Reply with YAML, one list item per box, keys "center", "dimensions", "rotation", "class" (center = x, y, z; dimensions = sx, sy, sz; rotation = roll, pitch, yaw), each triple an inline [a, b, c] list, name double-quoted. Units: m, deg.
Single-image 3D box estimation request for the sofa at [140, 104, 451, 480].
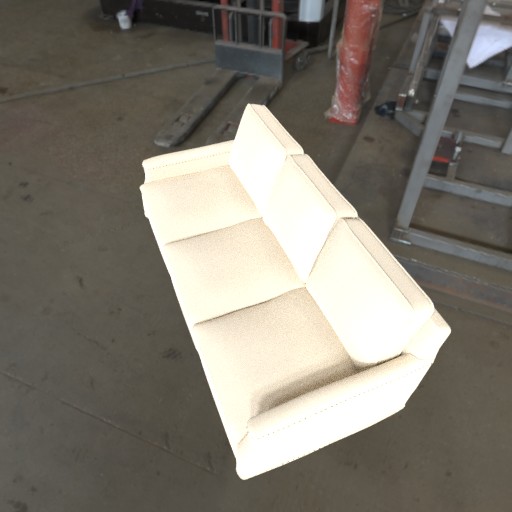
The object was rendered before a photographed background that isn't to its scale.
- center: [0.000, 0.000, 2.828]
  dimensions: [1.084, 1.003, 2.246]
  rotation: [-17, 49, -15]
  class: "sofa"
